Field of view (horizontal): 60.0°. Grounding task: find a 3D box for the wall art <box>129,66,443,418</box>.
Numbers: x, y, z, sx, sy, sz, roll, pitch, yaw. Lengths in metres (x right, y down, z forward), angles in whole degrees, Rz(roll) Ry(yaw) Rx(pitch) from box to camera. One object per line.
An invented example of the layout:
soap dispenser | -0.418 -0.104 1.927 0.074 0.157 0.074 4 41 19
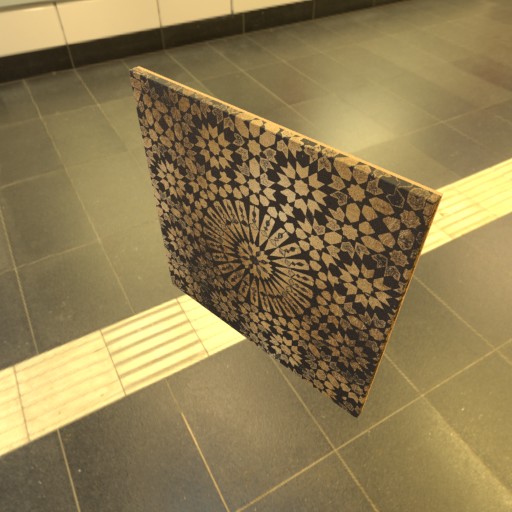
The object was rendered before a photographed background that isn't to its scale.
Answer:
wall art | 0.000 0.000 1.369 0.914 0.914 0.038 31 53 27
